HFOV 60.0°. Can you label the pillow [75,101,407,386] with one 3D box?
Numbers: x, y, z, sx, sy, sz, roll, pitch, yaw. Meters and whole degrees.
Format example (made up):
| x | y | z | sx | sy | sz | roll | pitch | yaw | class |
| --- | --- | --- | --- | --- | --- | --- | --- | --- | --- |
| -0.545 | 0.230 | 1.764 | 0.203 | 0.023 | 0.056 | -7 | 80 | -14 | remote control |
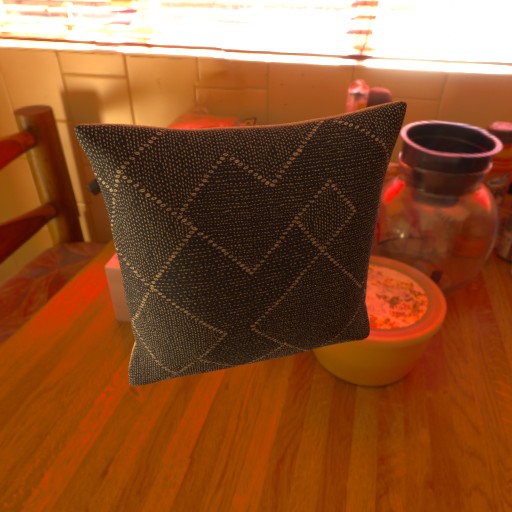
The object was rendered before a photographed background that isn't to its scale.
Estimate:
| x | y | z | sx | sy | sz | roll | pitch | yaw | class |
| --- | --- | --- | --- | --- | --- | --- | --- | --- | --- |
| 0.000 | 0.000 | 0.669 | 0.435 | 0.428 | 0.148 | -9 | 34 | -13 | pillow |
